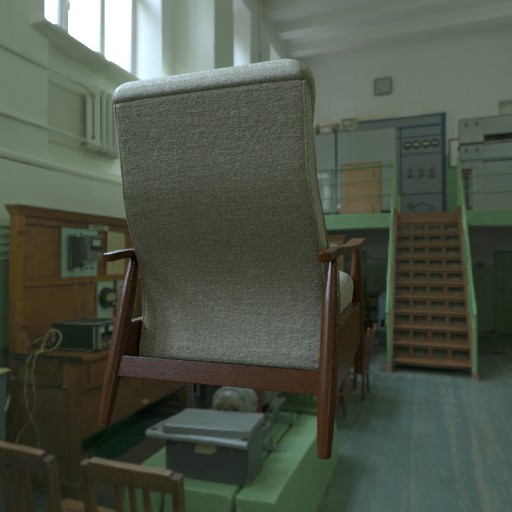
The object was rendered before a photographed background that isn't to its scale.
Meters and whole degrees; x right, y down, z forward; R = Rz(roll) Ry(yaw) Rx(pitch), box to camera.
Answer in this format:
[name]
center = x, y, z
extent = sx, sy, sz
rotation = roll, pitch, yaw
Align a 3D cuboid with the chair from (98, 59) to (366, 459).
[chair]
center = 0.000, 0.000, 1.748
extent = 0.762, 1.082, 1.014
rotation = 0, -1, 19
